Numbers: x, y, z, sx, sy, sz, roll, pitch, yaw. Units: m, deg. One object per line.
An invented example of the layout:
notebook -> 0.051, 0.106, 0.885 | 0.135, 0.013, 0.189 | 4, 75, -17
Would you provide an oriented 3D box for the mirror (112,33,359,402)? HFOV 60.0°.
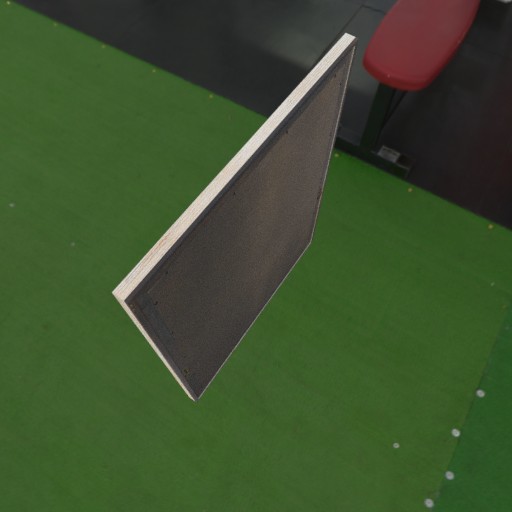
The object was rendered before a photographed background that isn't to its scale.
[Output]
mirror -> 0.000, 0.000, 1.200 | 0.032, 0.882, 0.730 | 31, 67, 15
